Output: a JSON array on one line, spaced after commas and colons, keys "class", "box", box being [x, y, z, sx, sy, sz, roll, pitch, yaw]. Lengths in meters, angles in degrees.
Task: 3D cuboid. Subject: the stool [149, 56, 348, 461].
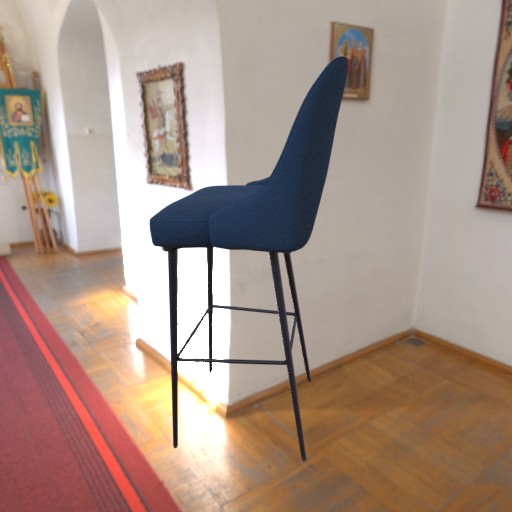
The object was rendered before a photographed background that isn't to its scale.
[{"class": "stool", "box": [0.000, 0.000, 1.344, 0.489, 1.079, 0.527, 2, 16, 8]}]
